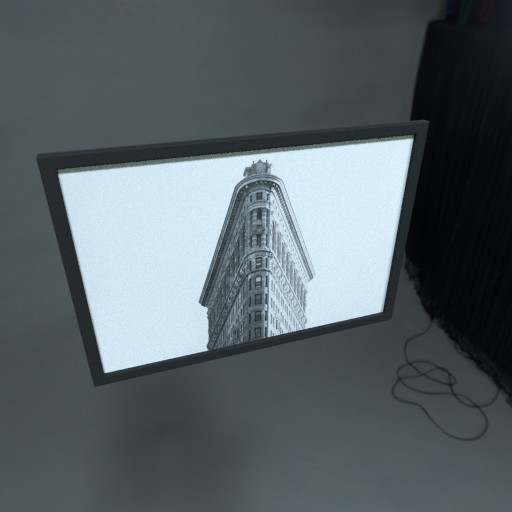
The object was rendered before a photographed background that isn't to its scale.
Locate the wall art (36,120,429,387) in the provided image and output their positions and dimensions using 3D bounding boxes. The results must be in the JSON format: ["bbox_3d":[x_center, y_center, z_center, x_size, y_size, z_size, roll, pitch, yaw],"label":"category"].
[{"bbox_3d":[0.000,0.000,1.219,0.964,0.659,0.049,-9,31,-15],"label":"wall art"}]
